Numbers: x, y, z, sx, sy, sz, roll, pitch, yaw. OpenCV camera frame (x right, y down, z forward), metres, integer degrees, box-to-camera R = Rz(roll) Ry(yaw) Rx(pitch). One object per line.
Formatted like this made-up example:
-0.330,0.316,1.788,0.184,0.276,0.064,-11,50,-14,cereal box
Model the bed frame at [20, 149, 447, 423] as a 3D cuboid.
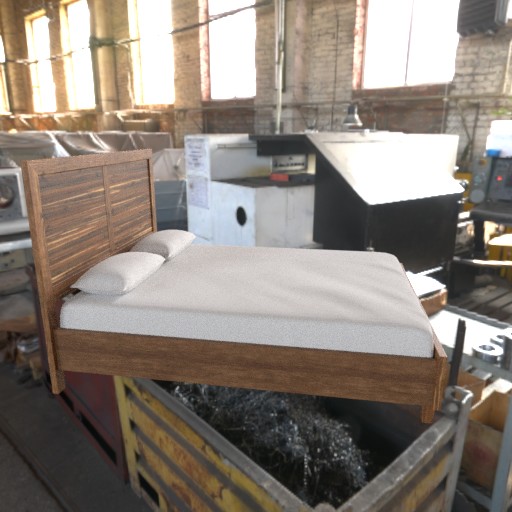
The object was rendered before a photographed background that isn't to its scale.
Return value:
0.000,0.000,3.181,2.276,1.417,1.696,3,16,10,bed frame
